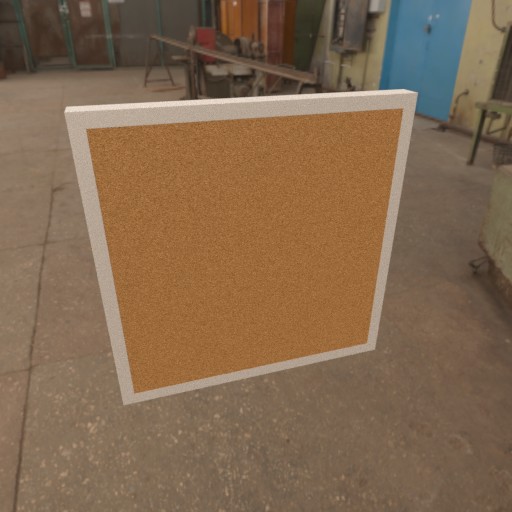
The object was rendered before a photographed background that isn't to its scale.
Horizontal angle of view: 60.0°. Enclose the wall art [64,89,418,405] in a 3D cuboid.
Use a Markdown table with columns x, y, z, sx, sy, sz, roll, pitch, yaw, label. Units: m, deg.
| x | y | z | sx | sy | sz | roll | pitch | yaw | label |
| --- | --- | --- | --- | --- | --- | --- | --- | --- | --- |
| 0.000 | 0.000 | 0.752 | 0.507 | 0.508 | 0.038 | -8 | 30 | -15 | wall art |
